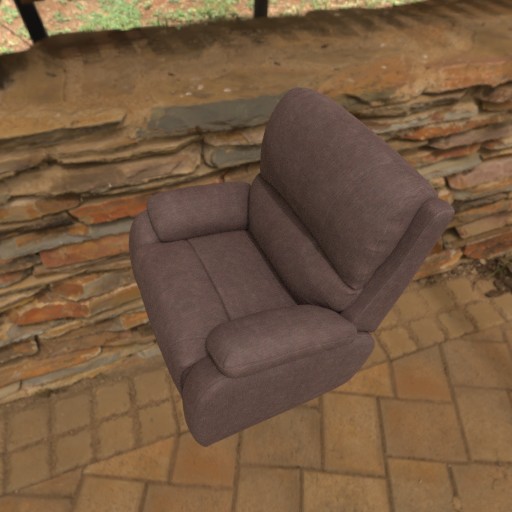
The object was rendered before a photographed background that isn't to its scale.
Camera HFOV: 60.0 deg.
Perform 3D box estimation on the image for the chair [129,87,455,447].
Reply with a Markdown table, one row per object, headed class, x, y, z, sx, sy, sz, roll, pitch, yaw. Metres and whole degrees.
| class | x | y | z | sx | sy | sz | roll | pitch | yaw |
| --- | --- | --- | --- | --- | --- | --- | --- | --- | --- |
| chair | 0.000 | 0.000 | 1.712 | 0.899 | 1.011 | 0.930 | -18 | 48 | -17 |
